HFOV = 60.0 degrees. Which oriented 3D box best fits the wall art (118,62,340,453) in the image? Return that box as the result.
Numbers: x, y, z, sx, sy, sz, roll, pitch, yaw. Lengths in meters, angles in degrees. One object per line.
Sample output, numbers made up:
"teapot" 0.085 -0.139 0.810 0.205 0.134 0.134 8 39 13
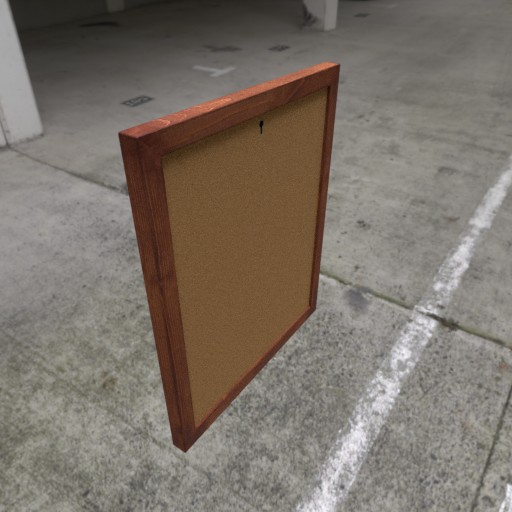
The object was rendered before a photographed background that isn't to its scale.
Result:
"wall art" 0.000 0.000 0.771 0.030 0.558 0.462 22 40 29
